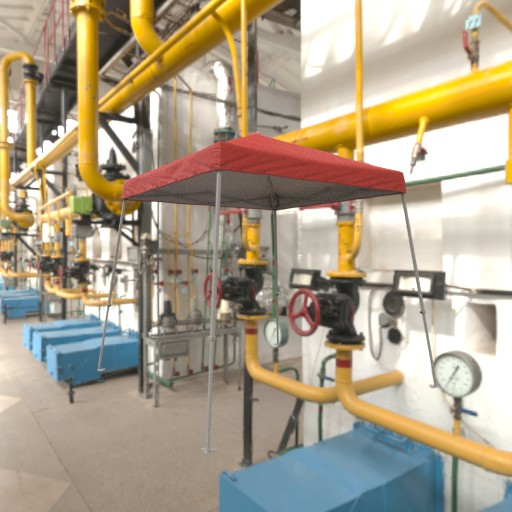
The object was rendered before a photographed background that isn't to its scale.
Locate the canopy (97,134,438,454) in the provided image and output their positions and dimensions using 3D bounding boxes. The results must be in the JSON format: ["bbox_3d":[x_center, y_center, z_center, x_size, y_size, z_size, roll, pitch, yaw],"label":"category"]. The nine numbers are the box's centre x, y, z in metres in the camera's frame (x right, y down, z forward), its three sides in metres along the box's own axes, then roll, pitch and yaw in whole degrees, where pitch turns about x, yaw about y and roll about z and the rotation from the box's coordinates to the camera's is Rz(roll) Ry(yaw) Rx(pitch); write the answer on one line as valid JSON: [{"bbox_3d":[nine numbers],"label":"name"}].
[{"bbox_3d":[0.000,0.000,6.539,3.600,3.600,3.599,0,0,-35],"label":"canopy"}]
